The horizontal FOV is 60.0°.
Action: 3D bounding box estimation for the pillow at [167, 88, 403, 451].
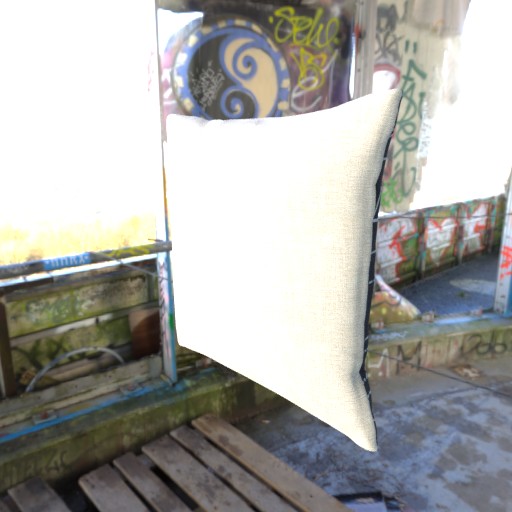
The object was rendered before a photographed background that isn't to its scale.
[{"bbox_3d":[0.000,0.000,0.778,0.158,0.508,0.517,-12,18,-42],"label":"pillow"}]
